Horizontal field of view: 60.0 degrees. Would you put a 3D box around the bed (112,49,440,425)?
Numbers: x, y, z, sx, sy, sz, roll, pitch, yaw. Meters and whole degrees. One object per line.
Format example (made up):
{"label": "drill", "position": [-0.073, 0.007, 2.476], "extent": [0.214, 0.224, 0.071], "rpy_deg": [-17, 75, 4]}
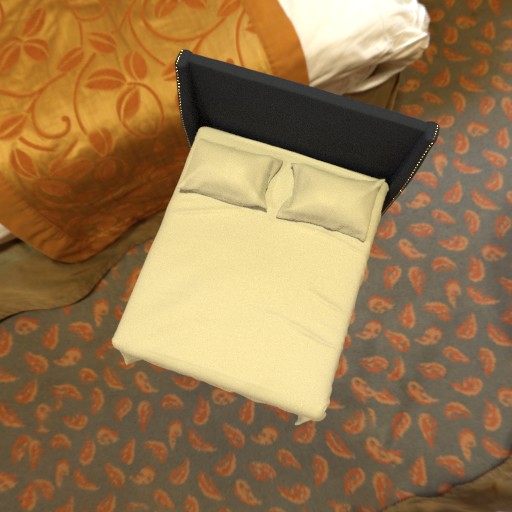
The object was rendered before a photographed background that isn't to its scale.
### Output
{"label": "bed", "position": [0.000, 0.000, 3.456], "extent": [1.925, 1.332, 2.276], "rpy_deg": [18, 76, 5]}
